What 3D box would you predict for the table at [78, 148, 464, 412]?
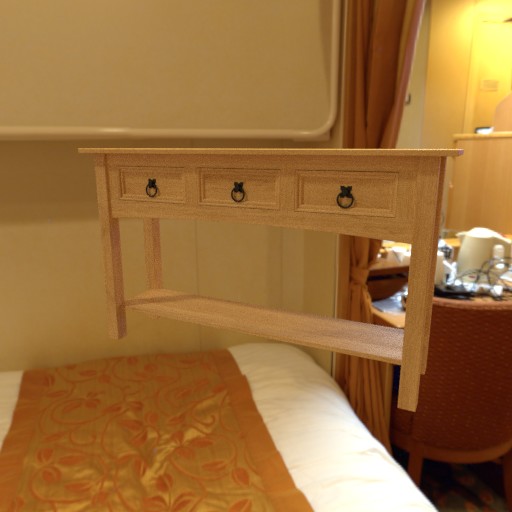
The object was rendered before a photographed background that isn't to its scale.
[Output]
[{"bbox_3d":[0.000,0.000,1.550,1.240,0.730,0.350,7,15,25],"label":"table"}]
